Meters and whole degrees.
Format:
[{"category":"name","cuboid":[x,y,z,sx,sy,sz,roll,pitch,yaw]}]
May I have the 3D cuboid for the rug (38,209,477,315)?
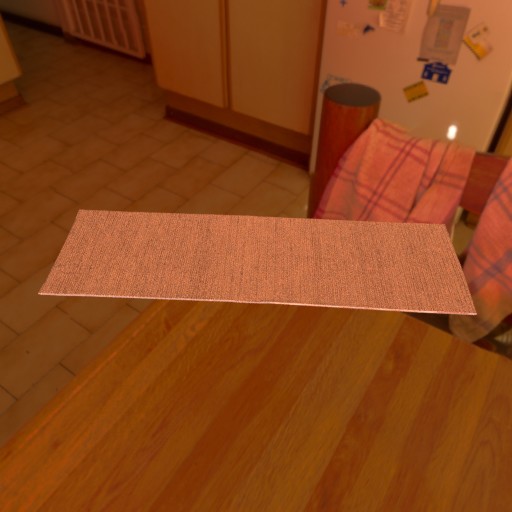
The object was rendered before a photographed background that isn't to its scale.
[{"category":"rug","cuboid":[0.000,0.000,2.558,2.320,0.032,0.692,3,46,2]}]
